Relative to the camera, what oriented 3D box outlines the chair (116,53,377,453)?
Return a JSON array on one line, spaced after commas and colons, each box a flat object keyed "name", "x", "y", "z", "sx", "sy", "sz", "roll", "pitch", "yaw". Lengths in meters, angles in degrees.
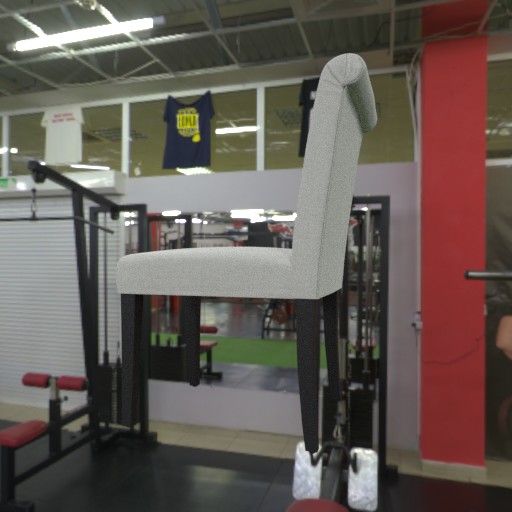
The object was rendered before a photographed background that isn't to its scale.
[{"name": "chair", "x": 0.000, "y": 0.000, "z": 1.371, "sx": 0.708, "sy": 0.976, "sz": 0.452, "roll": 0, "pitch": 0, "yaw": 19}]
